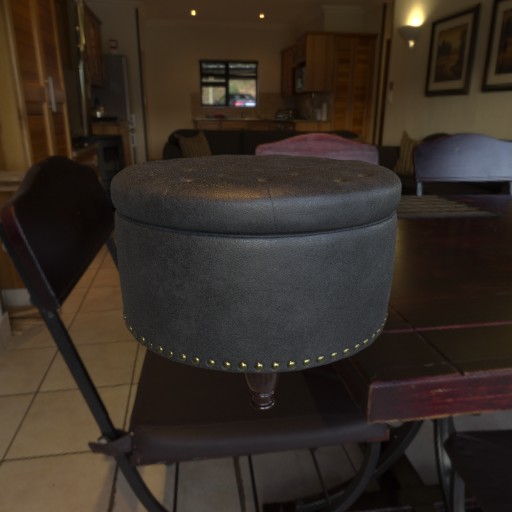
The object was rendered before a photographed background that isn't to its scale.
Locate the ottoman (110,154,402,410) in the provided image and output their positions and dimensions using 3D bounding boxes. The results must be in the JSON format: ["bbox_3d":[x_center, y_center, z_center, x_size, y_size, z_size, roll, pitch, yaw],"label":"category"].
[{"bbox_3d":[0.000,0.000,1.068,0.637,0.442,0.637,0,18,0],"label":"ottoman"}]
